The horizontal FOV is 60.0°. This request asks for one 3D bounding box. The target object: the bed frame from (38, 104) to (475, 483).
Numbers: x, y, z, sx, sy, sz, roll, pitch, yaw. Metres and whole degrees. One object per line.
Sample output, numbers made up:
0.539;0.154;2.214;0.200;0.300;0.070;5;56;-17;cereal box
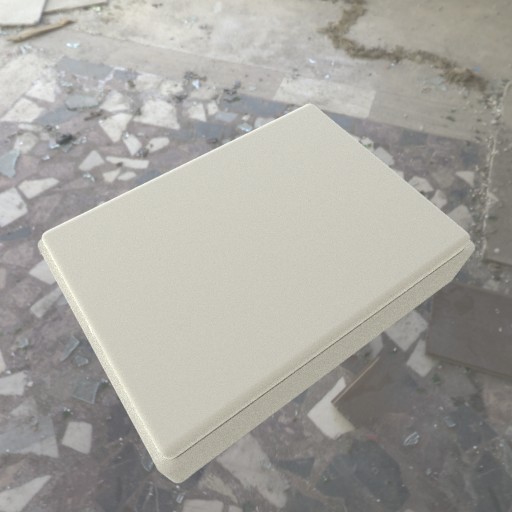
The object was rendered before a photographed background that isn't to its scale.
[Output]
0.000;0.000;2.451;1.900;0.406;1.400;-31;62;-18;bed frame
